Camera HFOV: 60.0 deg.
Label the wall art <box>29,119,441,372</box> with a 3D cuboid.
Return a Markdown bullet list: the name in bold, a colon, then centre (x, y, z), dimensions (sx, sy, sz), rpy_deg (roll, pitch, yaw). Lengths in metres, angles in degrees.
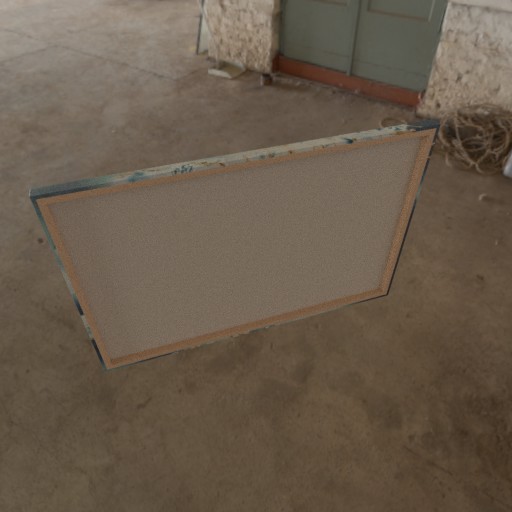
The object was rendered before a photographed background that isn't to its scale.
- **wall art**: centre (0.000, 0.000, 1.449), dimensions (1.138, 0.759, 0.035), rpy_deg (-13, 45, -13)
